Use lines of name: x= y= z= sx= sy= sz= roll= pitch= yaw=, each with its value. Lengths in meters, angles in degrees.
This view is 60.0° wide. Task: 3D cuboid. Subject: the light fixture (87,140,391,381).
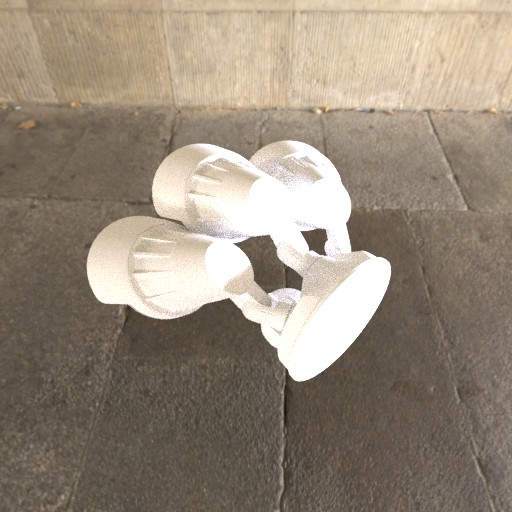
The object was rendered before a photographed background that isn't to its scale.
light fixture: x=0.000 y=0.000 z=0.550 sx=0.369 sy=0.237 sz=0.278 roll=-33 pitch=54 yaw=-28
